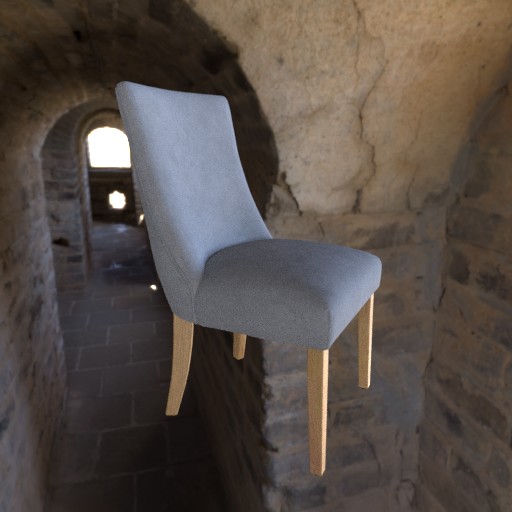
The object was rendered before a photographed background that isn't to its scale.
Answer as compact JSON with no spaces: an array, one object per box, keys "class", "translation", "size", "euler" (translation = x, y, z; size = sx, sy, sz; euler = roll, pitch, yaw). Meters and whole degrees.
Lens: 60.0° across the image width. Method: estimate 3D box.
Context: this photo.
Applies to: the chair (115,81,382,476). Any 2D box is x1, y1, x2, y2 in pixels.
[{"class":"chair","translation":[0.000,0.000,1.243],"size":[0.610,0.902,0.495],"euler":[8,17,27]}]
